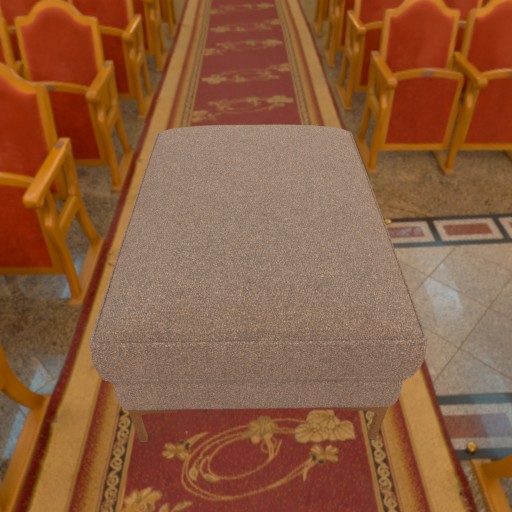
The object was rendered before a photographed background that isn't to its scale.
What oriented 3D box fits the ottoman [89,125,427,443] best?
[{"bbox_3d":[0.000,0.000,1.132,0.583,0.464,0.785,-1,42,-1],"label":"ottoman"}]
